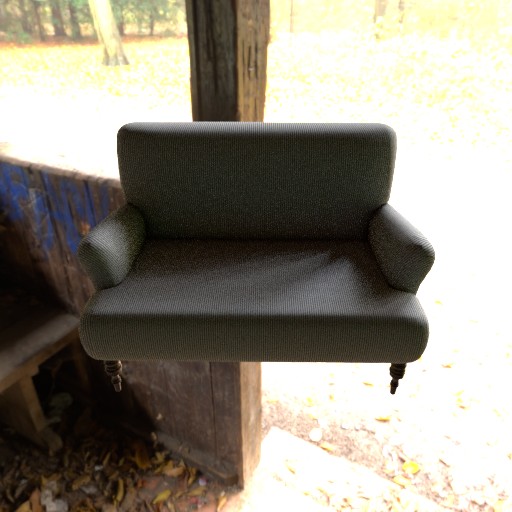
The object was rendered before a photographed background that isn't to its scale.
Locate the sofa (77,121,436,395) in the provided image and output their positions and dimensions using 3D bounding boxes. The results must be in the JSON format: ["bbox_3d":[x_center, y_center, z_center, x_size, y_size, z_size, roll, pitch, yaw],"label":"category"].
[{"bbox_3d":[0.000,0.000,1.784,1.297,0.889,0.779,0,30,1],"label":"sofa"}]
